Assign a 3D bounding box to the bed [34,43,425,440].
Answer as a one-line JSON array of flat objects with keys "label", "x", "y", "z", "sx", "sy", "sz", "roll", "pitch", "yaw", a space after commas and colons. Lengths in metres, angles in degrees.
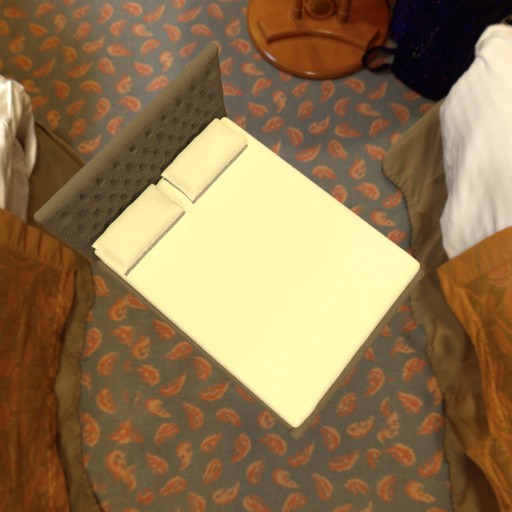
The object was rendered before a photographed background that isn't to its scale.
[{"label": "bed", "x": 0.000, "y": 0.000, "z": 3.387, "sx": 2.233, "sy": 1.426, "sz": 1.696, "roll": 39, "pitch": 78, "yaw": 10}]
